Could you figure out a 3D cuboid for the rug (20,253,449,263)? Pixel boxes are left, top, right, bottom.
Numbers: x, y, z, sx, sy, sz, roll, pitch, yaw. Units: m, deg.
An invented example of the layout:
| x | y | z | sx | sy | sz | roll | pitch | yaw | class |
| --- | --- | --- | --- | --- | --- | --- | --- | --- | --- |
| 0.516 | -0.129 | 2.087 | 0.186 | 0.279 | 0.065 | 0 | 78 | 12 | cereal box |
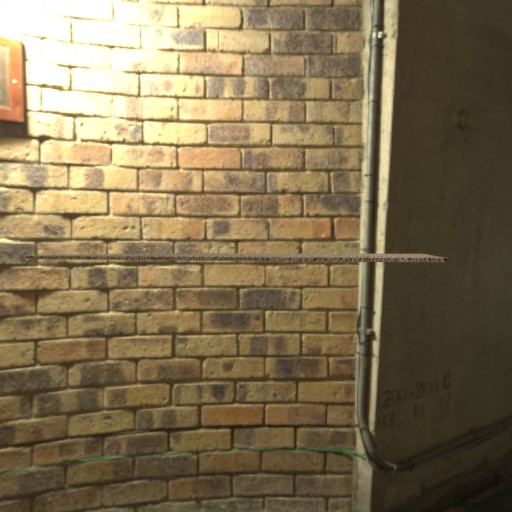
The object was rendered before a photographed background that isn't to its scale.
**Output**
| x | y | z | sx | sy | sz | roll | pitch | yaw | class |
| --- | --- | --- | --- | --- | --- | --- | --- | --- | --- |
| 0.000 | 0.000 | 4.086 | 3.047 | 0.029 | 2.438 | 0 | 1 | 18 | rug |
